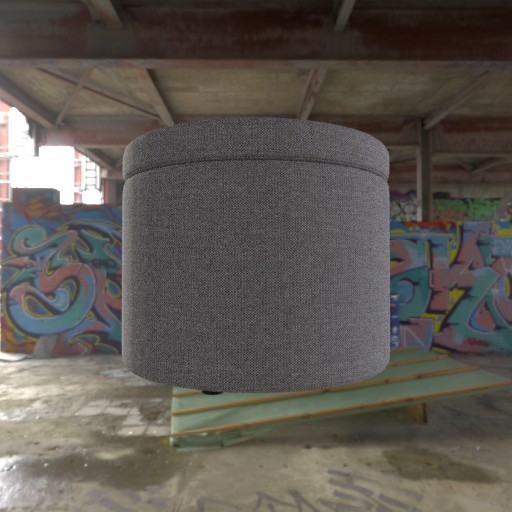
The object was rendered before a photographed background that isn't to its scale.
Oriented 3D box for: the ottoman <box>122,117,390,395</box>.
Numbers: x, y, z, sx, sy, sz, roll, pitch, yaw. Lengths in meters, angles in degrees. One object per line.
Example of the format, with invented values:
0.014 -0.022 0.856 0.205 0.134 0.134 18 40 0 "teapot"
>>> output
0.000 0.000 0.865 0.500 0.419 0.500 0 -1 0 "ottoman"
